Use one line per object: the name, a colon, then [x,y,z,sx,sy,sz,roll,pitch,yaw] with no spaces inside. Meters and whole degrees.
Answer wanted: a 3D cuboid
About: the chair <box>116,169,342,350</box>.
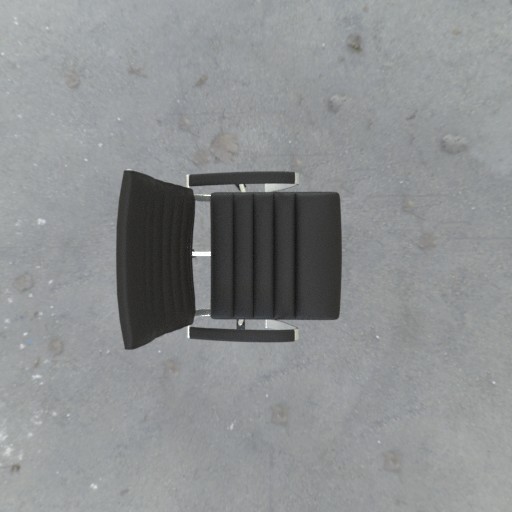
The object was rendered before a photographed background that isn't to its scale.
chair: [0.000,0.000,1.640,0.739,1.149,0.766,0,91,0]
